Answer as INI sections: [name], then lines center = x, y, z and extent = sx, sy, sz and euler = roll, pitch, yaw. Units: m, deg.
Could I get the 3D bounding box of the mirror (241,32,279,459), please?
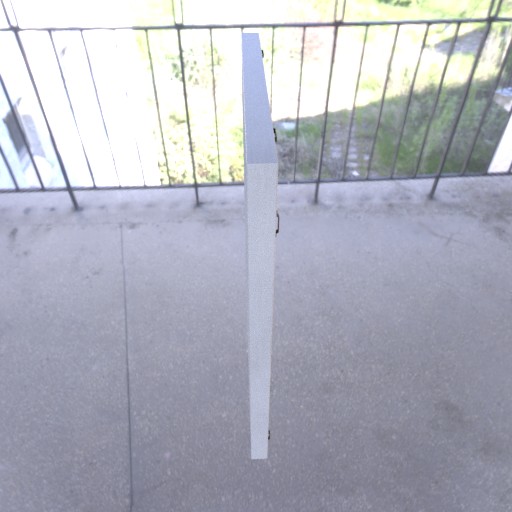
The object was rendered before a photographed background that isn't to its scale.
[mirror]
center = 0.000, 0.000, 0.904
extent = 0.039, 0.710, 0.507
euler = -1, 41, -2
